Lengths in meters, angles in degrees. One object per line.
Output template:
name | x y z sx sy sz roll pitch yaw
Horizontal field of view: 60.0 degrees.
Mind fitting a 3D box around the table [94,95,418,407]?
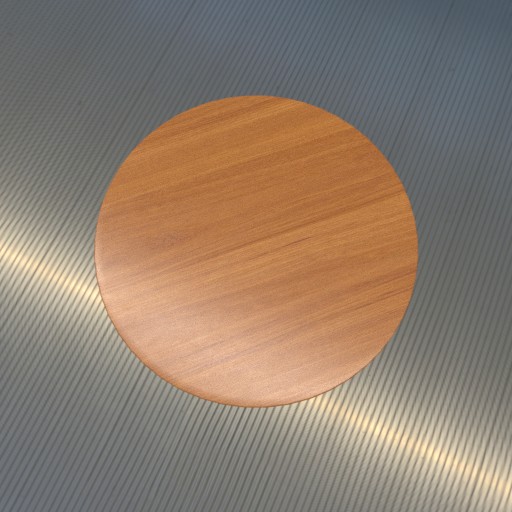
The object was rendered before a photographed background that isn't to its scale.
table | 0.000 0.000 1.640 1.029 0.490 1.029 0 76 0
